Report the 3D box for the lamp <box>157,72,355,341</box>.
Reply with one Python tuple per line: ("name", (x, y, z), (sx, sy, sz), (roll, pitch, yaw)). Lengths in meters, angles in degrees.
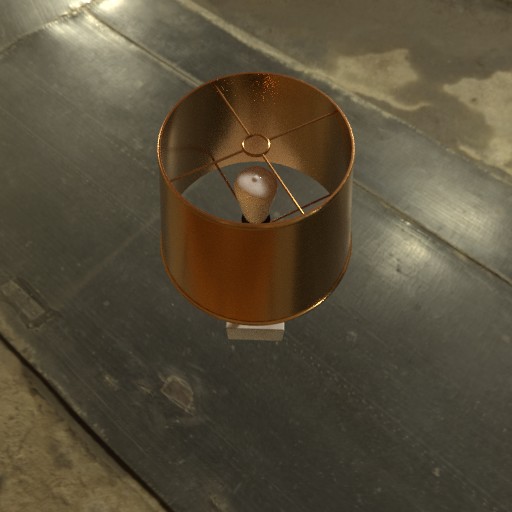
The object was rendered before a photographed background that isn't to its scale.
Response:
("lamp", (0.000, 0.000, 0.532), (0.208, 0.406, 0.208), (0, 63, 0))
